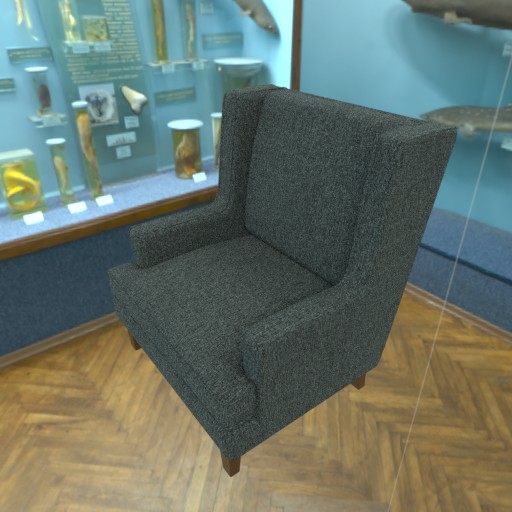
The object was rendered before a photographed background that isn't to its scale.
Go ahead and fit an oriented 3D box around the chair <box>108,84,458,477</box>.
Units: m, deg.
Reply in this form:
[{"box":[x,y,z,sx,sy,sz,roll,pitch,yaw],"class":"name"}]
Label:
[{"box":[0.000,0.000,1.755,0.927,1.082,0.942,-21,37,-31],"class":"chair"}]
